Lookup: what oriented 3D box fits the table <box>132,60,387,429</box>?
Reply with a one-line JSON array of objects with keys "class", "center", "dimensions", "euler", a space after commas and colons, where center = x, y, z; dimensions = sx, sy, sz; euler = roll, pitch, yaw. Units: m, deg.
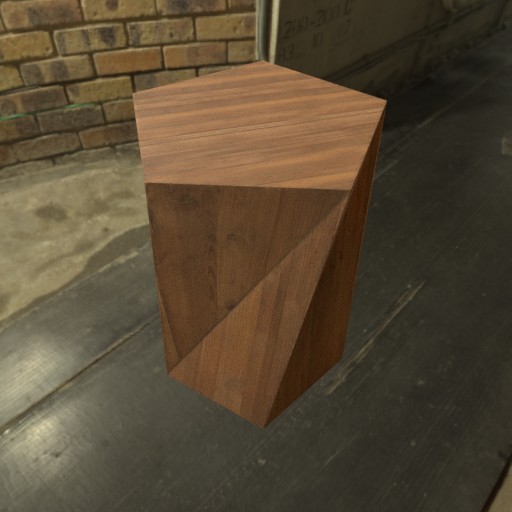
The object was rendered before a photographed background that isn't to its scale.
[{"class": "table", "center": [0.000, 0.000, 0.894], "dimensions": [0.425, 0.604, 0.441], "euler": [4, 45, 4]}]
